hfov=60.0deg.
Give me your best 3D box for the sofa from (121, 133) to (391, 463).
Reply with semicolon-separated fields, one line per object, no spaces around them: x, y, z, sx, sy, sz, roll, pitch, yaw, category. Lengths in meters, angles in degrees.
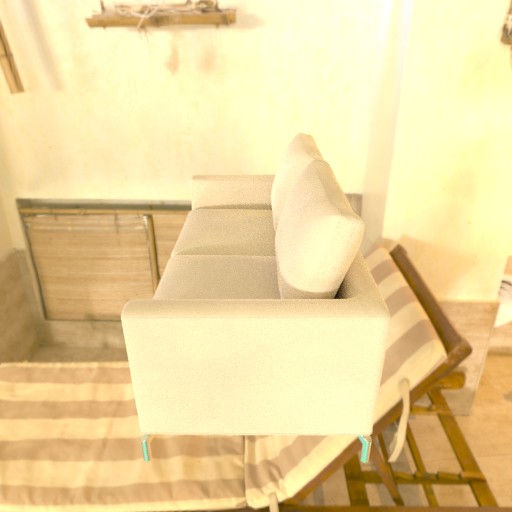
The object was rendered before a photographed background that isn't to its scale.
0.000;0.000;2.295;0.906;0.995;1.739;0;25;0;sofa
